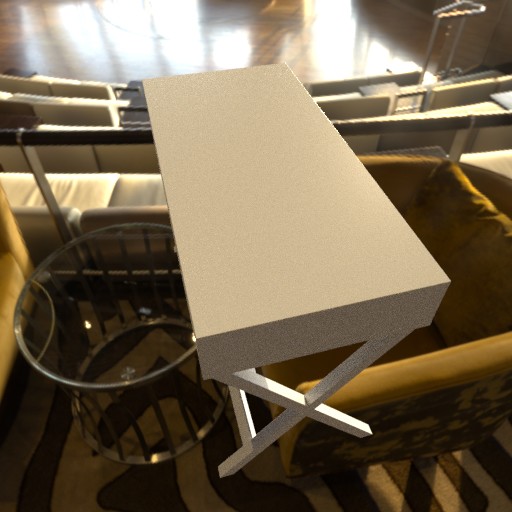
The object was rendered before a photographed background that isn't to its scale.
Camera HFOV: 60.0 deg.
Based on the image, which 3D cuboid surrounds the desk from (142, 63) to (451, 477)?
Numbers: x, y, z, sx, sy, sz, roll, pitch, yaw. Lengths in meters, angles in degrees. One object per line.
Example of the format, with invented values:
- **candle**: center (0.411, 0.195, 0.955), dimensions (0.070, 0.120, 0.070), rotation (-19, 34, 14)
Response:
- **desk**: center (0.000, 0.000, 1.455), dimensions (0.509, 0.780, 1.059), rotation (-11, 47, -10)
